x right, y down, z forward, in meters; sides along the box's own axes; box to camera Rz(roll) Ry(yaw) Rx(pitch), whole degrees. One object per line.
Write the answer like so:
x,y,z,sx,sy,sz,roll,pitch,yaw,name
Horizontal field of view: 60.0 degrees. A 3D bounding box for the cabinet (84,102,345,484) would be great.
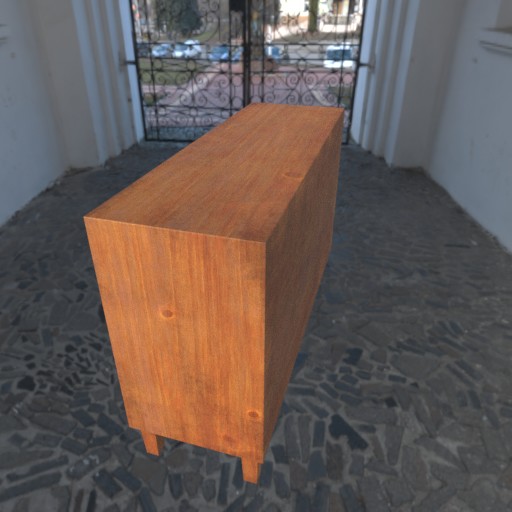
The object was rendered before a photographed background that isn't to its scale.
0.000,0.000,1.586,0.403,0.805,1.204,9,32,14,cabinet
